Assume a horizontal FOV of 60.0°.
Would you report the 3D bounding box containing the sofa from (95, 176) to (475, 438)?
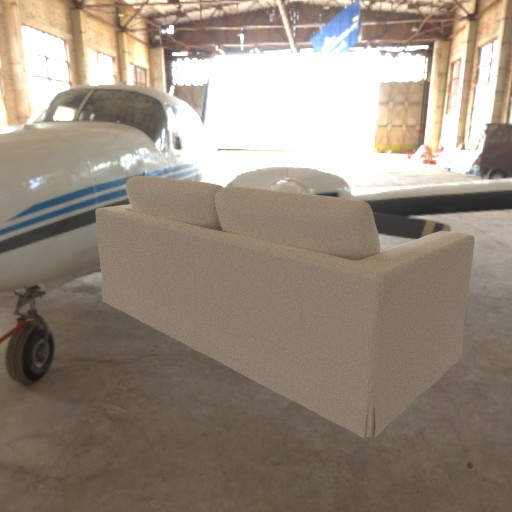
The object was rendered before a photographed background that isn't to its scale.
[{"bbox_3d":[0.000,0.000,2.639,2.163,0.881,0.954,14,21,42],"label":"sofa"}]
